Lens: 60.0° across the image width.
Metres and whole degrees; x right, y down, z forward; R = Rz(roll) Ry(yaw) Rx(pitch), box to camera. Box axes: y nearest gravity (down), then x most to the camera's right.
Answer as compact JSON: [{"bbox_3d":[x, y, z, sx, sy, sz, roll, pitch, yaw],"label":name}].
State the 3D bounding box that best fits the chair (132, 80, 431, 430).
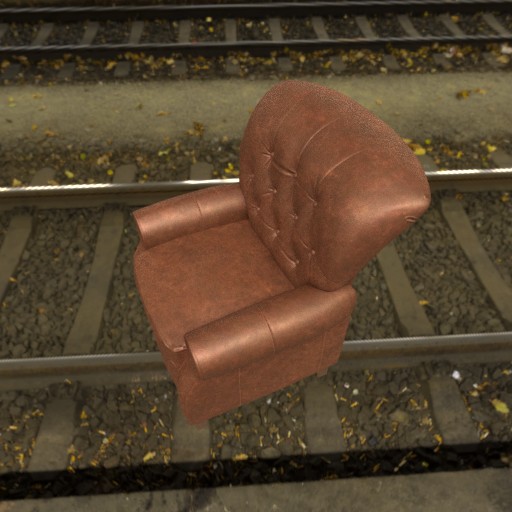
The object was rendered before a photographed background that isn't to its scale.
[{"bbox_3d":[0.000,0.000,1.939,1.031,1.162,0.979,-18,48,-17],"label":"chair"}]
